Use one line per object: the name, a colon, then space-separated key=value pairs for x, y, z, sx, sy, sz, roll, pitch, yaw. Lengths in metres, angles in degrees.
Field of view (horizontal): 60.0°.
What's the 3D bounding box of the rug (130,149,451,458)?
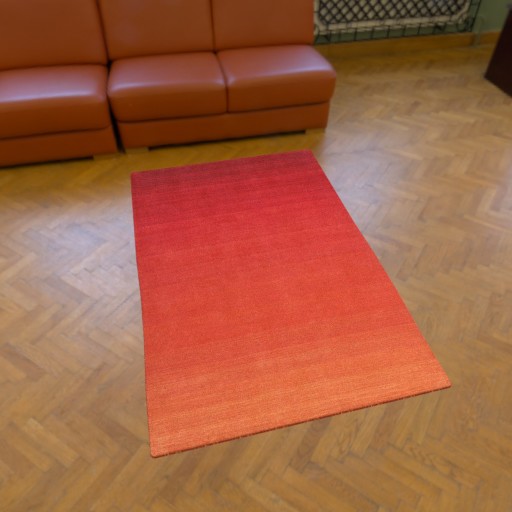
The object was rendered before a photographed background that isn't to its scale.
rug: x=0.000 y=0.000 z=2.335 sx=1.230 sy=0.018 sz=1.835 roll=-10 pitch=46 yaw=-9
